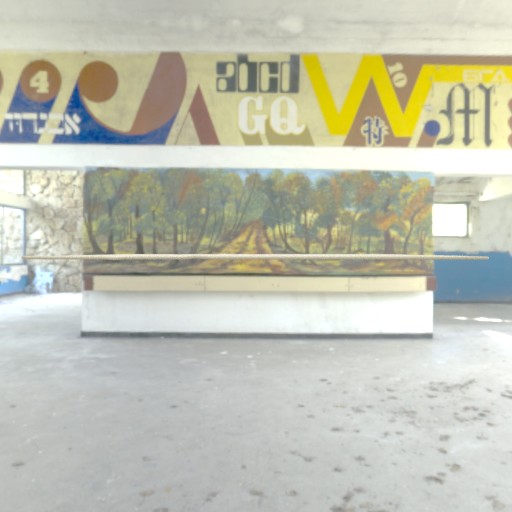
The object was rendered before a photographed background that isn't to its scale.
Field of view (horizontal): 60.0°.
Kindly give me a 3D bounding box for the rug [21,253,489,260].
[{"bbox_3d":[0.000,0.000,4.816,3.659,0.037,2.734,0,1,1],"label":"rug"}]
